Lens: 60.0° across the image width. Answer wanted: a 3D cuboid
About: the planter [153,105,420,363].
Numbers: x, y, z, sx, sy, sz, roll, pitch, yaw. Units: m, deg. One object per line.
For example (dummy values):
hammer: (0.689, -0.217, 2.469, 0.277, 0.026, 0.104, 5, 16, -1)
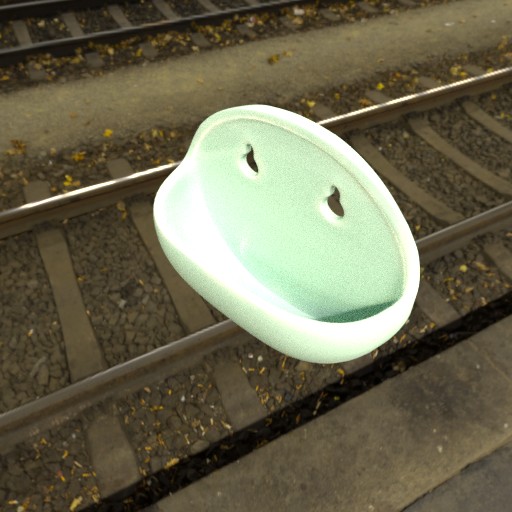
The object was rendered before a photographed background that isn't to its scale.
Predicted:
planter: (0.000, 0.000, 0.279, 0.189, 0.164, 0.073, 33, 55, 27)
